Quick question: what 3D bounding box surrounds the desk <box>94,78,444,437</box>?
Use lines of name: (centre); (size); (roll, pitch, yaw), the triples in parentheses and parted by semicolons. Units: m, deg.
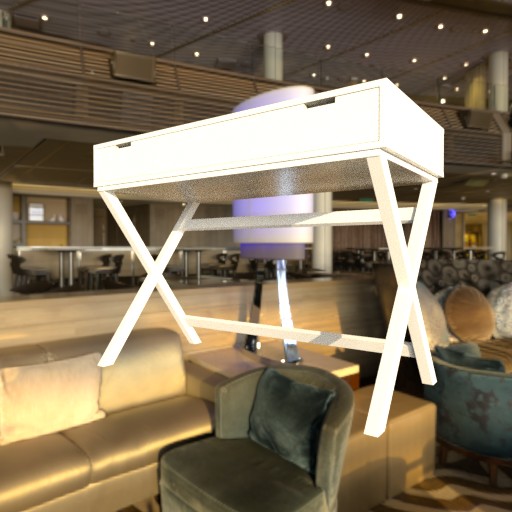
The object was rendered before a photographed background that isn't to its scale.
desk: (0.000, 0.000, 1.470); (1.059, 0.780, 0.509); (1, 1, 36)
